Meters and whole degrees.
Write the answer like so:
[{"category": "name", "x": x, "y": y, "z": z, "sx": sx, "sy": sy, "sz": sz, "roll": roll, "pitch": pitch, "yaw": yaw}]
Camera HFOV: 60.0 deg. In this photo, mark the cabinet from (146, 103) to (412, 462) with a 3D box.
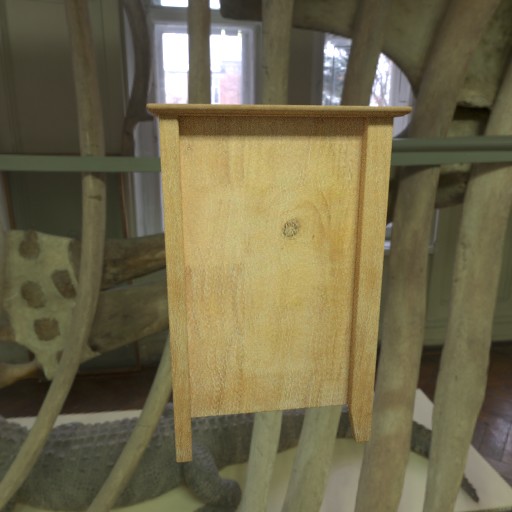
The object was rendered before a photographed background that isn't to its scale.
[{"category": "cabinet", "x": 0.000, "y": 0.000, "z": 1.269, "sx": 0.503, "sy": 0.762, "sz": 0.763, "roll": -2, "pitch": 14, "yaw": -8}]
